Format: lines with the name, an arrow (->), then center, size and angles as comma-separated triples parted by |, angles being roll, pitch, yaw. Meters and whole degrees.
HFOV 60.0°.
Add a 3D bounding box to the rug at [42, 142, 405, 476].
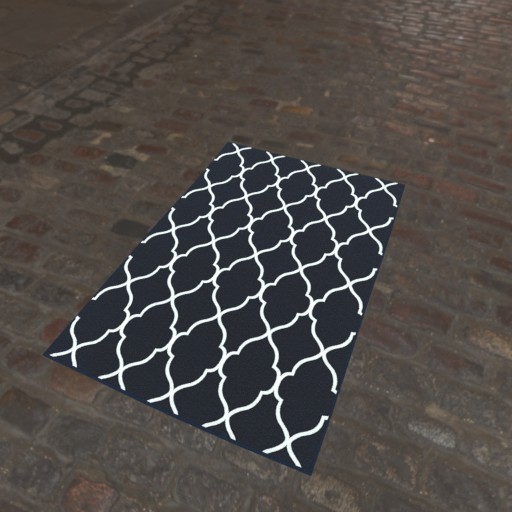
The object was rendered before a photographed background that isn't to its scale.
rug -> 0.000, 0.000, 2.888 | 1.528, 0.014, 2.294 | 17, 49, 16
